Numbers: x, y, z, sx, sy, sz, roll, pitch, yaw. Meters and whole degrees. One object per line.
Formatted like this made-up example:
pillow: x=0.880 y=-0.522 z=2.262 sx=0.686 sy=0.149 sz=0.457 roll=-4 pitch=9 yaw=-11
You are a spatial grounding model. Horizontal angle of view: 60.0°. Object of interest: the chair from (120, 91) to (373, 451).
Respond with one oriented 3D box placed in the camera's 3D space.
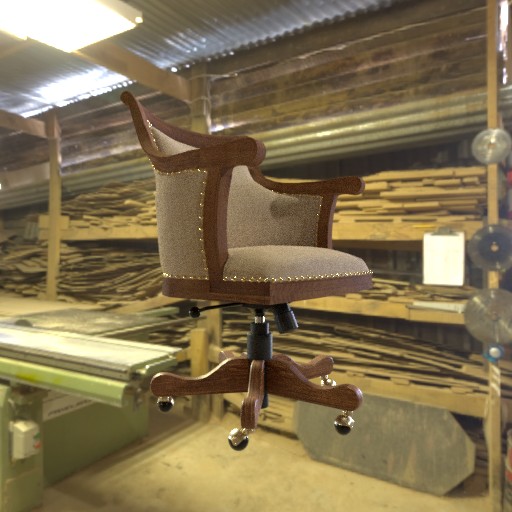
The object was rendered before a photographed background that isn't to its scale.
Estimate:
chair: x=0.000 y=0.000 z=1.391 sx=0.689 sy=0.965 sz=0.656 roll=0 pitch=0 yaw=35
